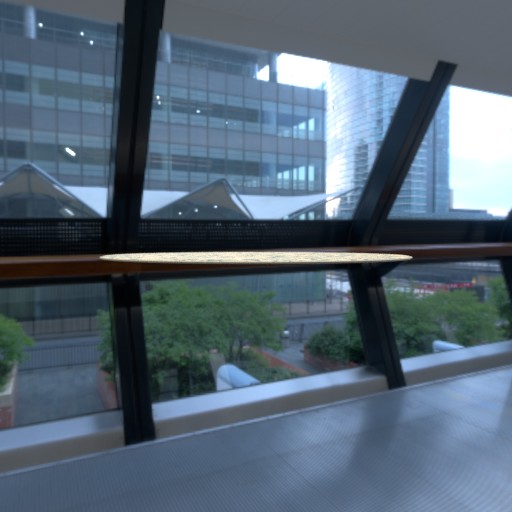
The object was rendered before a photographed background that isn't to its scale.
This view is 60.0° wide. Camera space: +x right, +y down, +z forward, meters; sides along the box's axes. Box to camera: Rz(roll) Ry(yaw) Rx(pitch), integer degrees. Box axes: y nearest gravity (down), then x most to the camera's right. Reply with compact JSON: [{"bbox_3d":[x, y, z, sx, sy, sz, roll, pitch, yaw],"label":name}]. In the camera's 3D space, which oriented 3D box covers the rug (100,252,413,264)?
[{"bbox_3d":[0.000,0.000,2.392,1.593,0.012,1.593,0,2,0],"label":"rug"}]
